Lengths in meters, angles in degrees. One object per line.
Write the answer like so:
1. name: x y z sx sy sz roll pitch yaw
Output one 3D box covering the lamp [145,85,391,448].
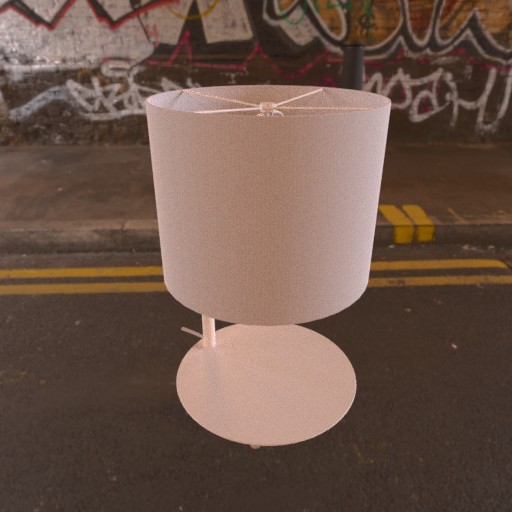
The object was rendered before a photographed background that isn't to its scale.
1. lamp: 0.000 0.000 0.664 0.341 0.454 0.299 18 31 32
